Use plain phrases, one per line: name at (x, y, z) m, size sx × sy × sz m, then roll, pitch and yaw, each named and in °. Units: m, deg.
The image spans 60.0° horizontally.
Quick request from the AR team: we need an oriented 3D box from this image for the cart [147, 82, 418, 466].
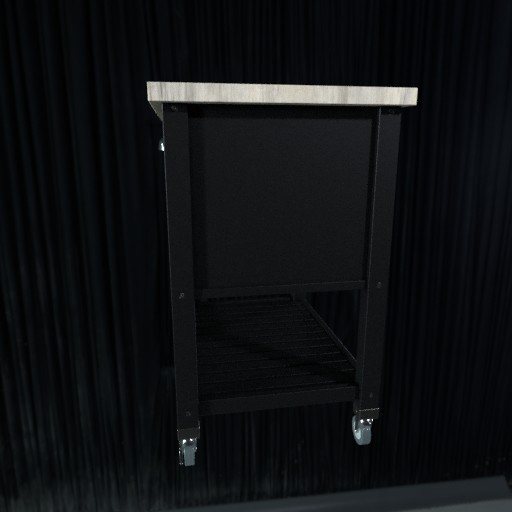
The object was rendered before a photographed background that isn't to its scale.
cart at (0.000, 0.000, 1.399) m, size 0.567 × 0.920 × 0.797 m, roll -2°, pitch 15°, yaw -10°
